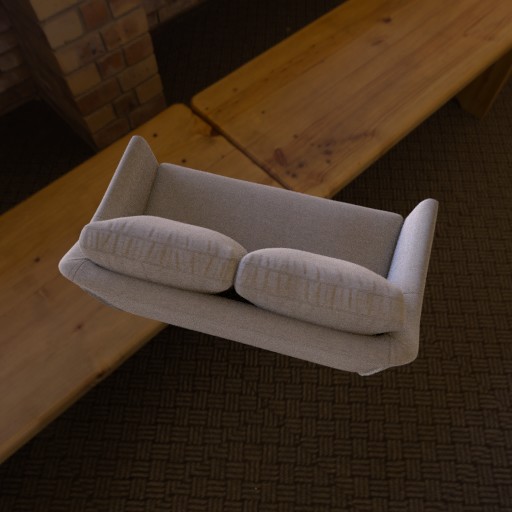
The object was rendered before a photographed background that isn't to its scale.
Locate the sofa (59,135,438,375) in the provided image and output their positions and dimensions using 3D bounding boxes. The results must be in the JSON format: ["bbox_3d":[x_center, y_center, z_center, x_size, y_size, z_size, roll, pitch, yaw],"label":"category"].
[{"bbox_3d":[0.000,0.000,2.201,1.619,0.904,0.960,14,63,7],"label":"sofa"}]
